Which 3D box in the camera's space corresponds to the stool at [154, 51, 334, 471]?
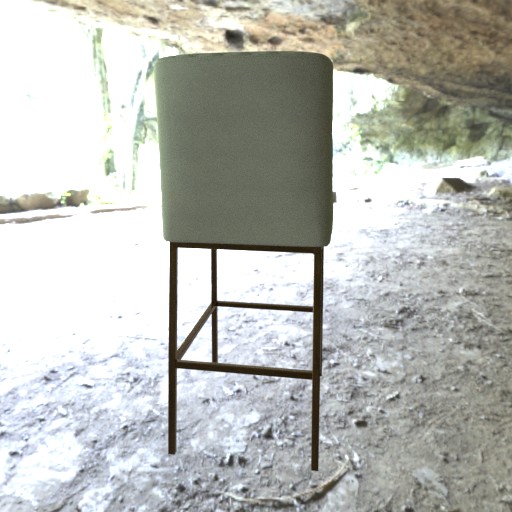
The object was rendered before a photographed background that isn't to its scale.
[{"bbox_3d":[0.000,0.000,1.373,0.462,1.084,0.546,2,16,9],"label":"stool"}]
